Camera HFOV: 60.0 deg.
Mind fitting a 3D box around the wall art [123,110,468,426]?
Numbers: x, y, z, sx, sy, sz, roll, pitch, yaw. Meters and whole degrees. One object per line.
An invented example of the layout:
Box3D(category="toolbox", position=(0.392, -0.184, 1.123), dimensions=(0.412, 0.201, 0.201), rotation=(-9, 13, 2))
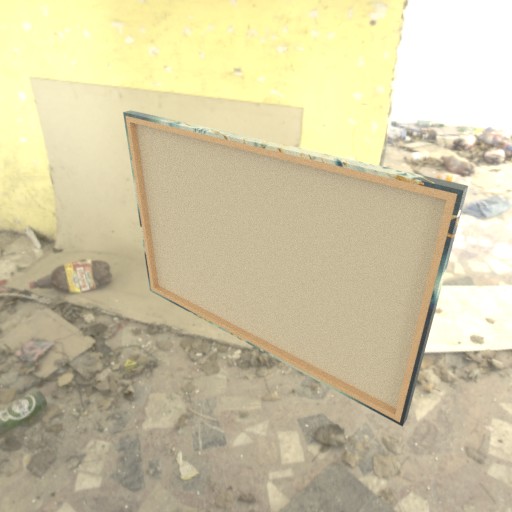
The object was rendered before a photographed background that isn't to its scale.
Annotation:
Box3D(category="wall art", position=(0.000, 0.000, 1.444), dimensions=(1.138, 0.759, 0.035), rotation=(22, 37, 32))
